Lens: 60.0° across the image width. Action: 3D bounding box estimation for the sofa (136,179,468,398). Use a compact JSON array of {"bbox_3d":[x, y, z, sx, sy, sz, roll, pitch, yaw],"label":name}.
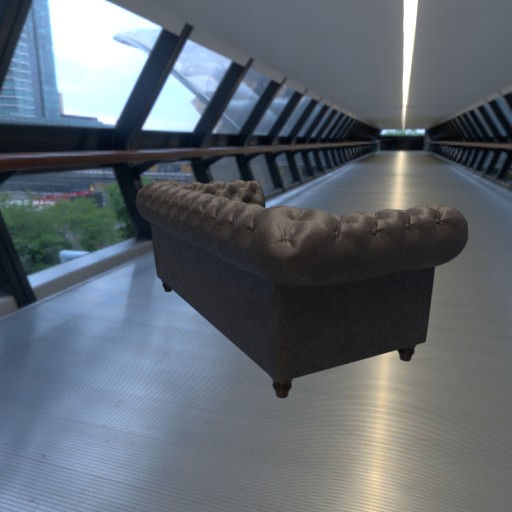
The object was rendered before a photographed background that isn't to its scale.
[{"bbox_3d":[0.000,0.000,2.544,0.944,0.779,2.048,-7,15,-27],"label":"sofa"}]
